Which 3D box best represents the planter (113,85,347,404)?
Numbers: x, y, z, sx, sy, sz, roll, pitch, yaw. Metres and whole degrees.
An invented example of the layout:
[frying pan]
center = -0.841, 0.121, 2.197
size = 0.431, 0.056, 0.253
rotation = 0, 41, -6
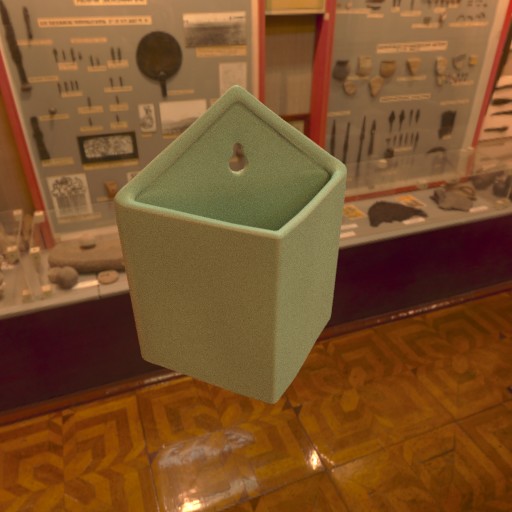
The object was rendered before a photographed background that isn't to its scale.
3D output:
[planter]
center = 0.000, 0.000, 0.288
size = 0.164, 0.197, 0.079
rotation = -10, 34, -16
